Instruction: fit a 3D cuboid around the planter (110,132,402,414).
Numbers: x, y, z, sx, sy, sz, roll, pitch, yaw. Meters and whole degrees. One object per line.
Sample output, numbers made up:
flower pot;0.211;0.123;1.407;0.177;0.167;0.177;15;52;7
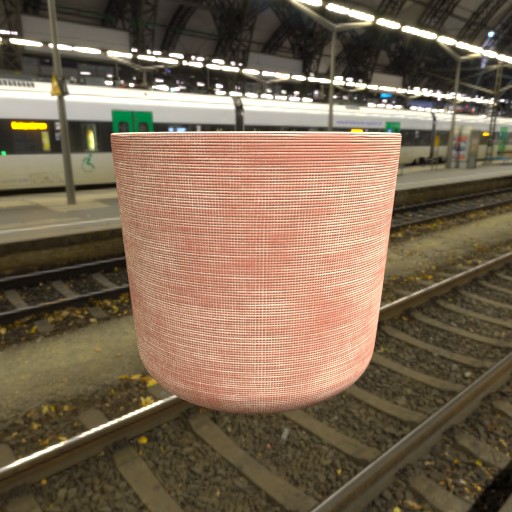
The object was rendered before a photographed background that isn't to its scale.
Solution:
planter;0.000;0.000;0.752;0.440;0.398;0.440;0;15;0
